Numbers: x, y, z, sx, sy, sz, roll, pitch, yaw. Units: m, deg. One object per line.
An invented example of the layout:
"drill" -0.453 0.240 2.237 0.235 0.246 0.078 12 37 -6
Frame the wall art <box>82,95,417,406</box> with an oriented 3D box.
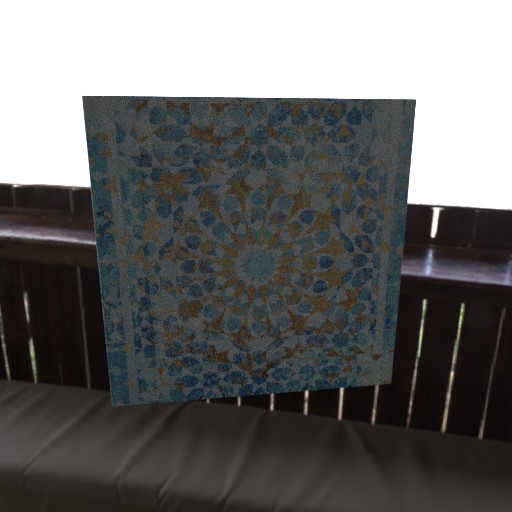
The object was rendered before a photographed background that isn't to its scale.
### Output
"wall art" 0.000 0.000 0.602 0.405 0.405 0.037 -2 16 -8
